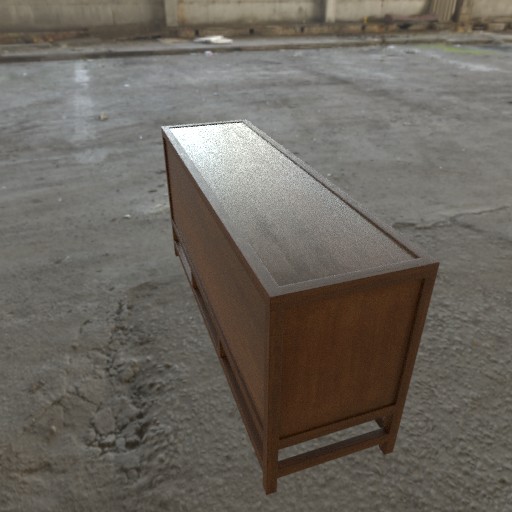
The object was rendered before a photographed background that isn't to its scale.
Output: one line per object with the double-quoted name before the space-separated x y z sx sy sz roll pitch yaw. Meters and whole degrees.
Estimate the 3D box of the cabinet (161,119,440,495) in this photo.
"cabinet" 0.000 0.000 2.052 0.522 0.820 1.708 -10 32 -16
